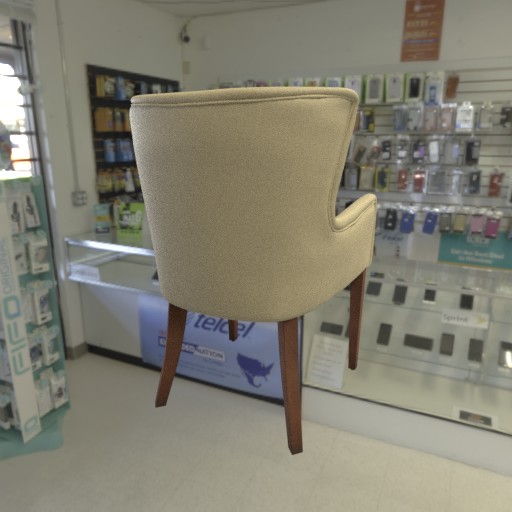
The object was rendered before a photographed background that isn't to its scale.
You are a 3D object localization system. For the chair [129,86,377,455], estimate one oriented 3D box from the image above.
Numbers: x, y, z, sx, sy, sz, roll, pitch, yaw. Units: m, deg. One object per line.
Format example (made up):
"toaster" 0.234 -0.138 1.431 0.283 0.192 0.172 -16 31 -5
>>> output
"chair" 0.000 0.000 1.401 0.660 0.952 0.686 8 17 26
